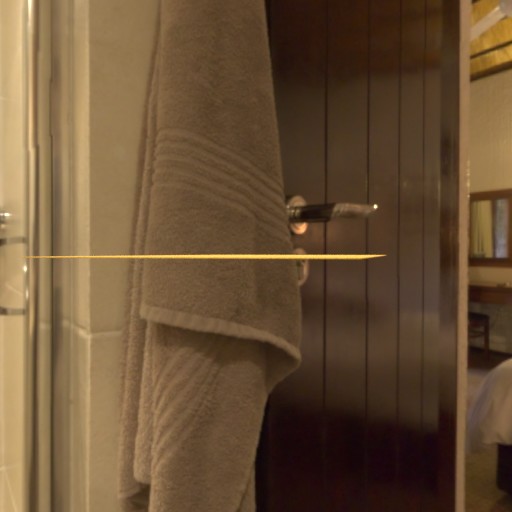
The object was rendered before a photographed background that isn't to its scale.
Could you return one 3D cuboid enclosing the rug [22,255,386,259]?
[{"bbox_3d":[0.000,0.000,3.711,1.981,0.006,2.895,0,0,19],"label":"rug"}]
